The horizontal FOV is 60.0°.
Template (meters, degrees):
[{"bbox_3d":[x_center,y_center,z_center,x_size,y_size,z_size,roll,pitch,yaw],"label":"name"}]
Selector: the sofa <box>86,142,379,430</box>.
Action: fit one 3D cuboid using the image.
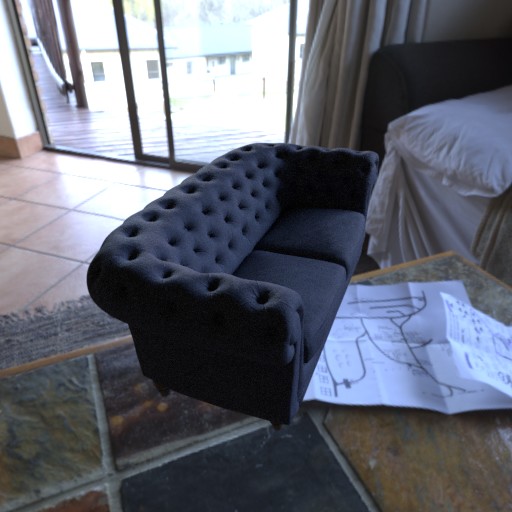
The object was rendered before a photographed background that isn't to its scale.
[{"bbox_3d":[0.000,0.000,2.556,1.082,0.833,1.988,12,33,19],"label":"sofa"}]
